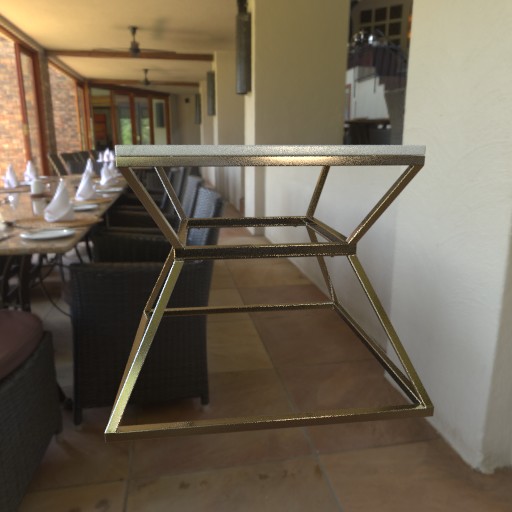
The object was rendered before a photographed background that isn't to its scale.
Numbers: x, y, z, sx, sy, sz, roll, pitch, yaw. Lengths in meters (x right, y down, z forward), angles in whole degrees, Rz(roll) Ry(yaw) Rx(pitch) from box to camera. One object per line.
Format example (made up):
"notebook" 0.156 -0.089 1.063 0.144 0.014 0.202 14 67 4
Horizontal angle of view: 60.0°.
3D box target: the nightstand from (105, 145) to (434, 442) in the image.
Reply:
"nightstand" 0.000 0.000 0.881 0.514 0.426 0.513 -2 14 -7
